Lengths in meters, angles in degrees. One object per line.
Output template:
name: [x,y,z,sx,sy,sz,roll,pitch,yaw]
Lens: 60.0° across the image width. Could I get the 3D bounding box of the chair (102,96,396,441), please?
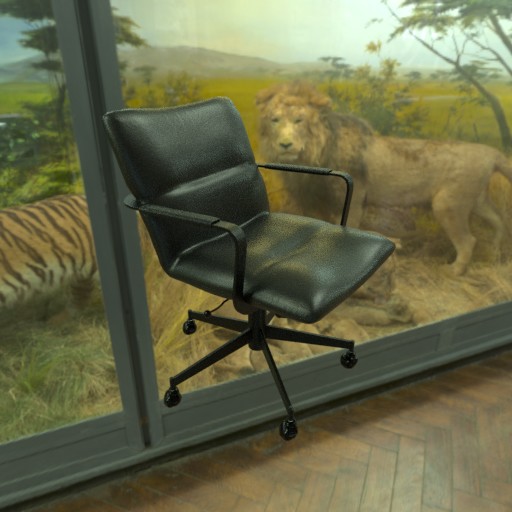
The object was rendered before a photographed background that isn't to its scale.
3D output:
chair: [0.000,0.000,1.471,0.748,0.922,0.719,18,31,32]
